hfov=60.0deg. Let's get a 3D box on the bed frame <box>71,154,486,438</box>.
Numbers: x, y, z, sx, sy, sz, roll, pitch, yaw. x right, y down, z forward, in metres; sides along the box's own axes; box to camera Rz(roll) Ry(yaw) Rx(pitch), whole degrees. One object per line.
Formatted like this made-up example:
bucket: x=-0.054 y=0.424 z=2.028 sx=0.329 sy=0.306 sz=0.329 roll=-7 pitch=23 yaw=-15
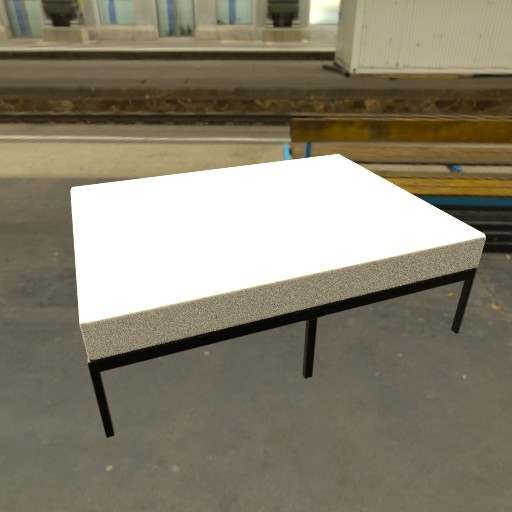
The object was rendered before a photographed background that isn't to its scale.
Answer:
bed frame: x=0.000 y=0.000 z=2.799 sx=2.072 sy=0.659 sz=1.557 roll=-11 pitch=32 yaw=-18
